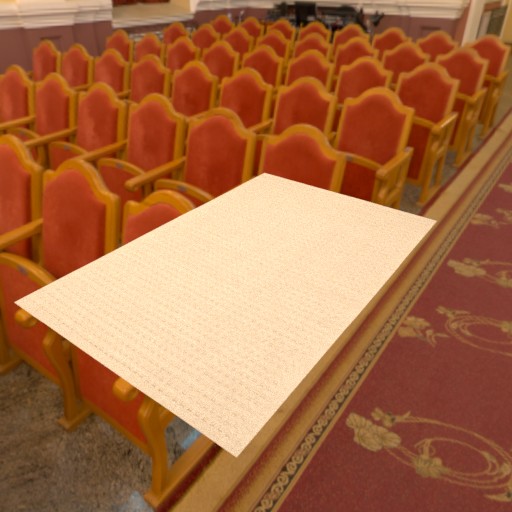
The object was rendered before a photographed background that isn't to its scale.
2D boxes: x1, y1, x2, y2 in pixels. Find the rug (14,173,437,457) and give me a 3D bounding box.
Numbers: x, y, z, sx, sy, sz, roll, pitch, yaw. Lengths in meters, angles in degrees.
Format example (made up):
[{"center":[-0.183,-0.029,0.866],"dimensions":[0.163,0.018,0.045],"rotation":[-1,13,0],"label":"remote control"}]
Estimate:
[{"center":[0.000,0.000,2.766],"dimensions":[1.523,0.006,2.289],"rotation":[22,38,30],"label":"rug"}]
